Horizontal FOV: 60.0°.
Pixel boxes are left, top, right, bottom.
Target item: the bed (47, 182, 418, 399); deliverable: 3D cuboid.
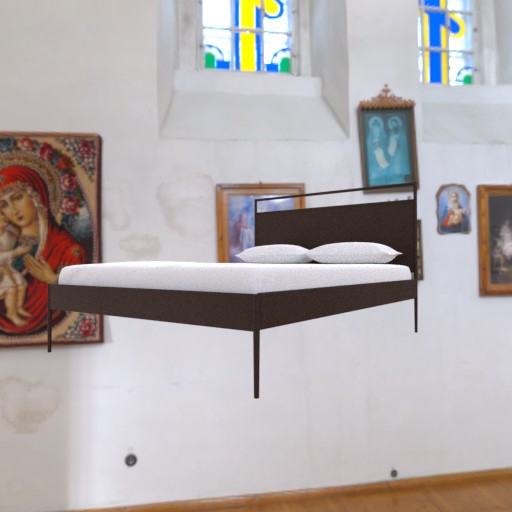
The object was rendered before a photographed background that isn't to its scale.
[{"bbox_3d":[0.000,0.000,3.067,1.572,1.173,2.122,-1,-1,36],"label":"bed"}]
